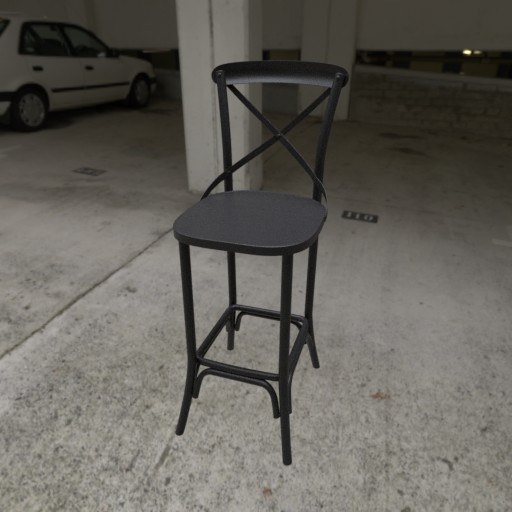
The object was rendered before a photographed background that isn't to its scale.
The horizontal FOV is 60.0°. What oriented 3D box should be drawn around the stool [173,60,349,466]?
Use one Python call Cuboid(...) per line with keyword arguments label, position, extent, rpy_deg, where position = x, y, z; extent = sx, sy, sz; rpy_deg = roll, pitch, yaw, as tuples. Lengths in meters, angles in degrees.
Cuboid(label="stool", position=(0.000, 0.000, 1.473), extent=(0.457, 1.168, 0.584), rpy_deg=(8, 27, 16))
